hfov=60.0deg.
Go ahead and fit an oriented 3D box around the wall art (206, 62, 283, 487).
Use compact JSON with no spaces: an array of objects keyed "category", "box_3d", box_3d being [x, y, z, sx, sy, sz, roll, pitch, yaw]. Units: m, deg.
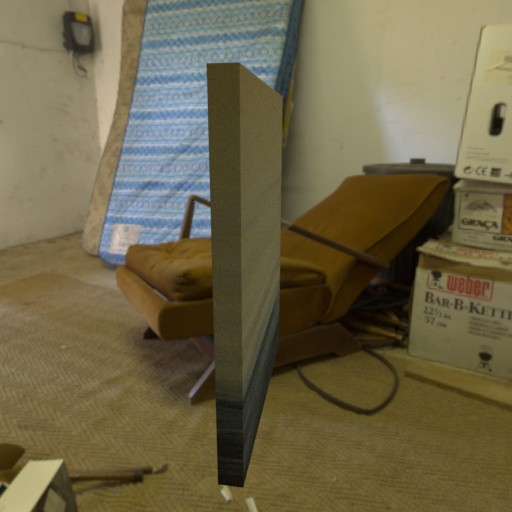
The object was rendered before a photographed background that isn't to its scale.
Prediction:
[{"category":"wall art","box_3d":[0.000,0.000,0.840,0.040,0.608,0.489,2,15,9]}]
